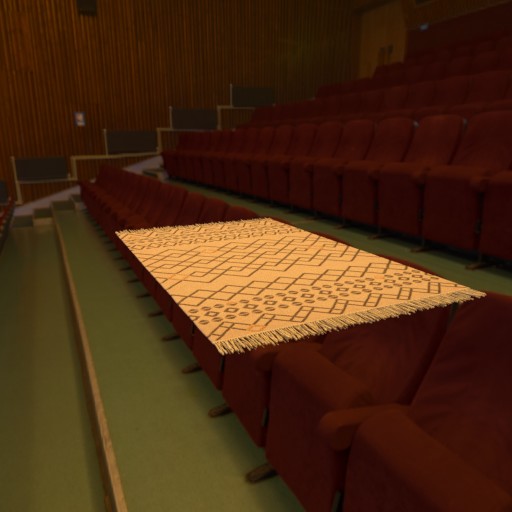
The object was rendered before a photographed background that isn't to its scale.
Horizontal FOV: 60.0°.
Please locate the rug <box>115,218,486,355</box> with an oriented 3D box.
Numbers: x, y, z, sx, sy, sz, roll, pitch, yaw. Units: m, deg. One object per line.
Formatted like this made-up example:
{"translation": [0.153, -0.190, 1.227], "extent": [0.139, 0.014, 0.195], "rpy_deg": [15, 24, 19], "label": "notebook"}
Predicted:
{"translation": [0.000, 0.000, 2.501], "extent": [1.224, 0.028, 2.023], "rpy_deg": [-7, 17, -25], "label": "rug"}
